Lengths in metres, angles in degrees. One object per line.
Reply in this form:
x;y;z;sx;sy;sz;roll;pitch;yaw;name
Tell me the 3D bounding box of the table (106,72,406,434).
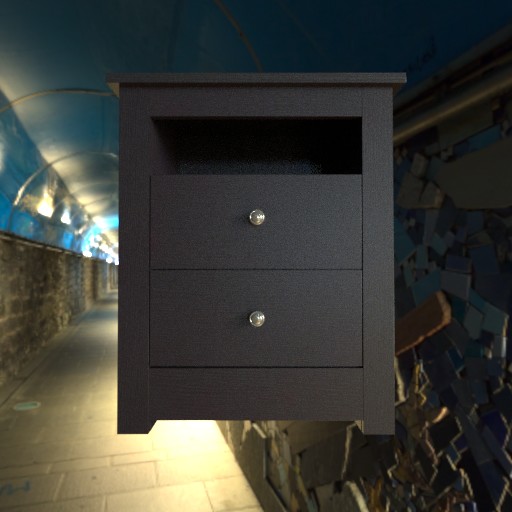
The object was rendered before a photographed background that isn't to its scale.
0.000;0.000;1.061;0.589;0.711;0.408;0;-1;0;table
